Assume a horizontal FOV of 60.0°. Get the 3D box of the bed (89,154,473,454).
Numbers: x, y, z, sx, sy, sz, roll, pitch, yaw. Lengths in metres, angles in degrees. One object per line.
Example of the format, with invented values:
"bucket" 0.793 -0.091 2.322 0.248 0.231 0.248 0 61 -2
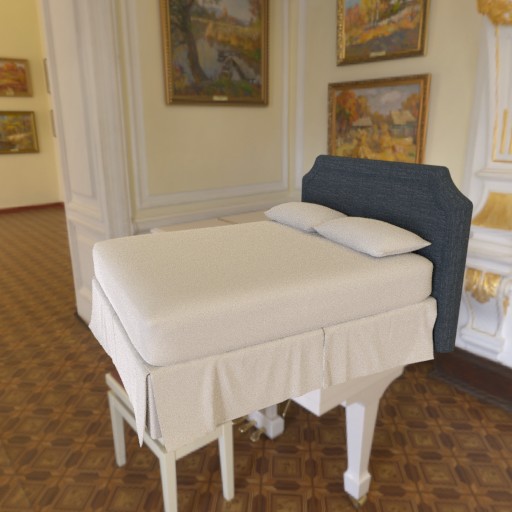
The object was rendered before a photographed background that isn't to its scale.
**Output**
"bed" 0.000 0.000 3.205 2.208 1.297 1.828 -9 19 -27
